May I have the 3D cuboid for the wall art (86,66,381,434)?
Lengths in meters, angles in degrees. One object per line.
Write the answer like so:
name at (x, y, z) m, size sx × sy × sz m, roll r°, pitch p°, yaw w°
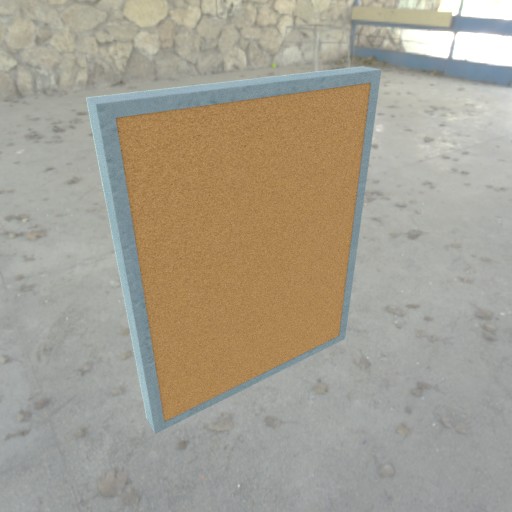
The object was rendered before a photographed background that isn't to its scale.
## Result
wall art at (0.000, 0.000, 0.685) m, size 0.409 × 0.509 × 0.037 m, roll -19°, pitch 36°, yaw -28°
